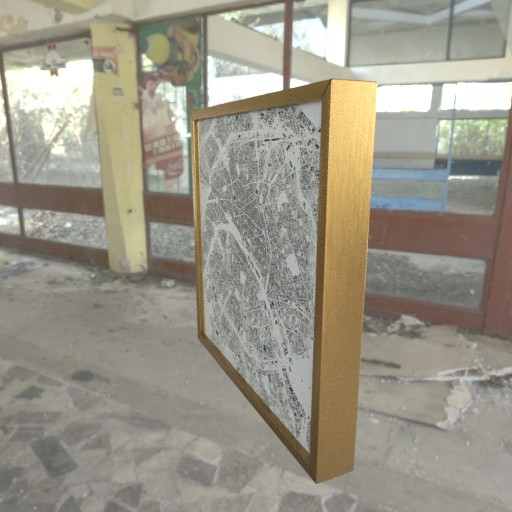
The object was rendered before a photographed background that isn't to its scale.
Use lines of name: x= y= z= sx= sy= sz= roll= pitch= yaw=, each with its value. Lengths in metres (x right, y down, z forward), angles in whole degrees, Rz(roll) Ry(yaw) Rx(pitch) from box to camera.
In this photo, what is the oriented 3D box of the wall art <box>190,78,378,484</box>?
wall art: x=0.000 y=0.000 z=0.459 sx=0.037 sy=0.305 sz=0.305 roll=-6 pitch=15 yaw=-24
